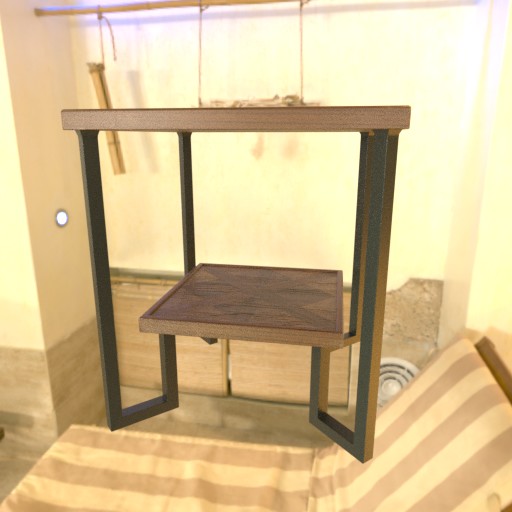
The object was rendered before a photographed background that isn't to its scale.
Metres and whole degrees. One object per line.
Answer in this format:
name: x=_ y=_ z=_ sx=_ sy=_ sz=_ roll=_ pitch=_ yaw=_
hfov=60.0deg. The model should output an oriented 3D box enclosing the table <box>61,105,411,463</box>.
table: x=0.000 y=0.000 z=0.930 sx=0.503 sy=0.563 sz=0.503 roll=3 pitch=15 yaw=10
